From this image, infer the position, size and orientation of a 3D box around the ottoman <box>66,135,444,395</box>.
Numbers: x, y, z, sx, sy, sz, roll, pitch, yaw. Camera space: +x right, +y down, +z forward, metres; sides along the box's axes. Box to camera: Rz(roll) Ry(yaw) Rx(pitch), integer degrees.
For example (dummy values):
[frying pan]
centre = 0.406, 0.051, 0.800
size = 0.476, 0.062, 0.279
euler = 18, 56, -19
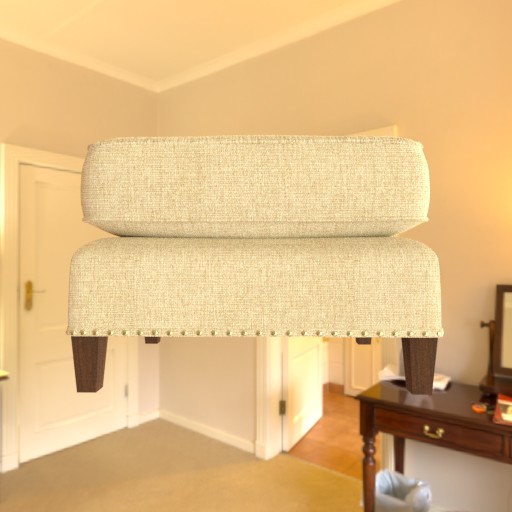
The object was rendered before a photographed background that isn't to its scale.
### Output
[ottoman]
centre = 0.000, 0.000, 1.137
size = 0.738, 0.537, 0.589
euler = 0, 0, 1
